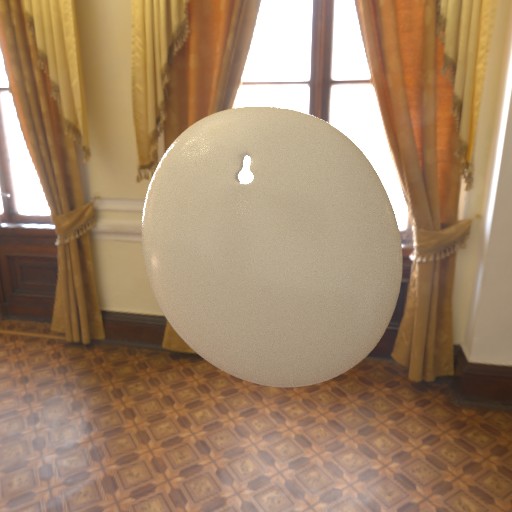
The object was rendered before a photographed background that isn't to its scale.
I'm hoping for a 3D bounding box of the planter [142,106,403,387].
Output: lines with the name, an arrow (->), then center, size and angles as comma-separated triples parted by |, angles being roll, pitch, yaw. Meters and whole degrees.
planter -> 0.000, 0.000, 0.292 | 0.185, 0.188, 0.043 | 7, 18, 24
